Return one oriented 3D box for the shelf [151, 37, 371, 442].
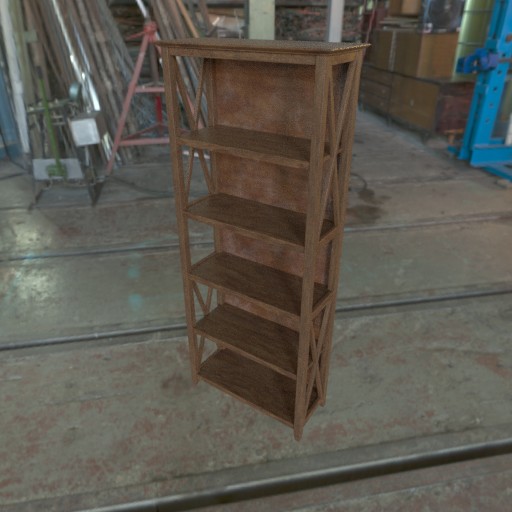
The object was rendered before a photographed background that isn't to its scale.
[{"bbox_3d":[0.000,0.000,2.189,0.805,1.905,0.335,18,34,29],"label":"shelf"}]
